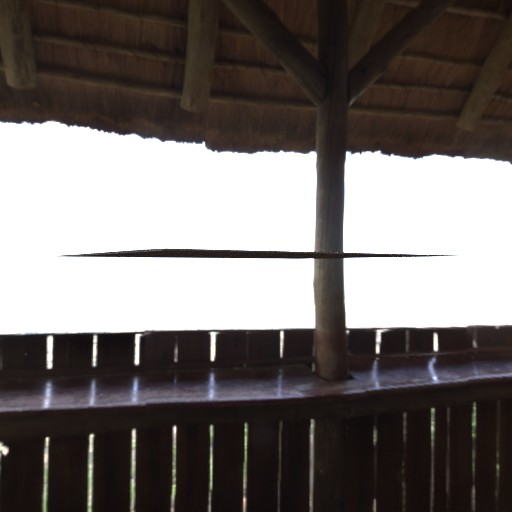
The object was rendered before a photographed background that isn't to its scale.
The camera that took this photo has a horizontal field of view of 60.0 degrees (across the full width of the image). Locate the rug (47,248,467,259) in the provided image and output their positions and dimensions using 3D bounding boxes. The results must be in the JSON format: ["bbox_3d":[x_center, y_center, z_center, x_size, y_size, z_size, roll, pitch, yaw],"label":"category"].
[{"bbox_3d":[0.000,0.000,3.829,2.910,0.013,2.256,1,-1,-36],"label":"rug"}]
